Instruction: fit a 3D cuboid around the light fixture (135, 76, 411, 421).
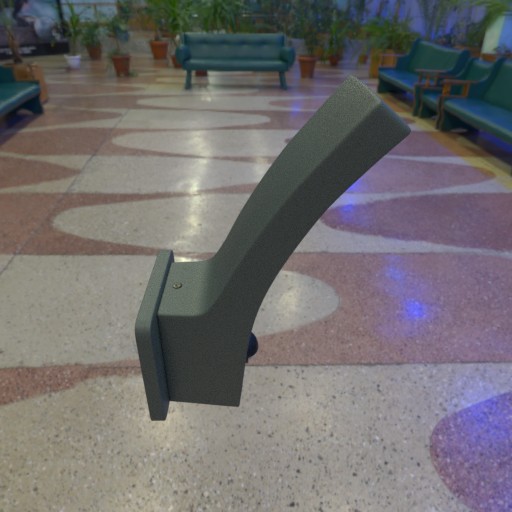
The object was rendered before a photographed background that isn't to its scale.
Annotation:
[{"bbox_3d":[0.000,0.000,0.330,0.174,0.243,0.108,0,31,-1],"label":"light fixture"}]
